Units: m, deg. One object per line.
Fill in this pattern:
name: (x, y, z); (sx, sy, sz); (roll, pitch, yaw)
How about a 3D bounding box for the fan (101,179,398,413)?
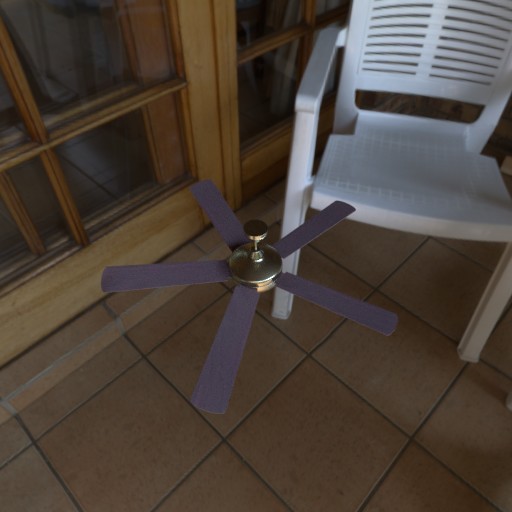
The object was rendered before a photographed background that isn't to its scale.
fan: (0.000, 0.000, 2.007); (1.321, 0.356, 1.321); (31, 55, 25)
